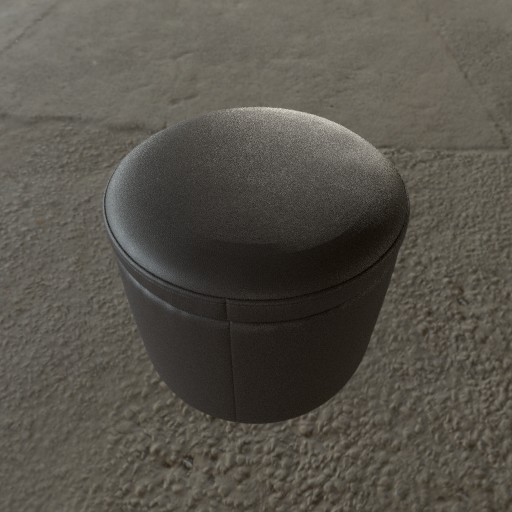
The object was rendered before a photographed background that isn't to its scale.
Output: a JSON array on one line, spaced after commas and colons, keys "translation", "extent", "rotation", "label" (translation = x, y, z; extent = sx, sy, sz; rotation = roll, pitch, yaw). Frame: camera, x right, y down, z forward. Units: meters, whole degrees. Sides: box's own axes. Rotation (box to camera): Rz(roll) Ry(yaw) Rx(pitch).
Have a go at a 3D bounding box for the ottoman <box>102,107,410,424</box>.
[{"translation": [0.000, 0.000, 0.854], "extent": [0.500, 0.409, 0.500], "rotation": [0, 46, 0], "label": "ottoman"}]
